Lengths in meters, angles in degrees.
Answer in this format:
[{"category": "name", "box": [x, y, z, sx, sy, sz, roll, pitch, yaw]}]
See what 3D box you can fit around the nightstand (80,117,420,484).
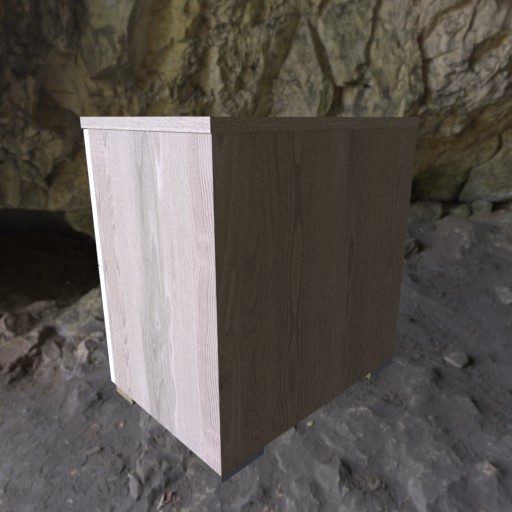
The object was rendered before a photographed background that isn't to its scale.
[{"category": "nightstand", "box": [0.000, 0.000, 0.770, 0.442, 0.461, 0.325, -16, 23, -41]}]
